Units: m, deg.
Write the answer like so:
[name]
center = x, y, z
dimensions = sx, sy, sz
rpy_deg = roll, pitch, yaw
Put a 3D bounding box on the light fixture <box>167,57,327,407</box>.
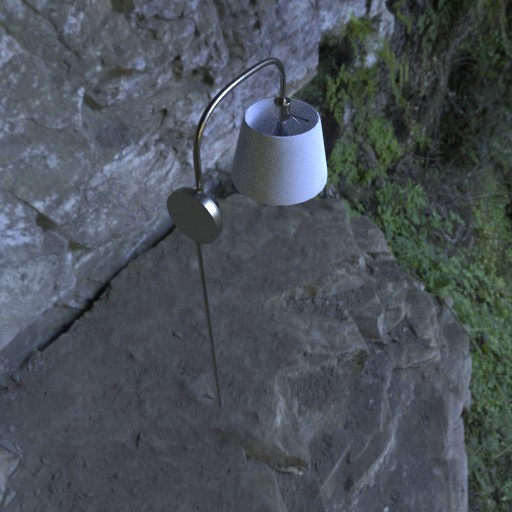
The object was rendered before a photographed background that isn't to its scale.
[light fixture]
center = 0.000, 0.000, 0.459
dimensions = 0.092, 0.399, 0.176
rpy_deg = 24, 52, 21
